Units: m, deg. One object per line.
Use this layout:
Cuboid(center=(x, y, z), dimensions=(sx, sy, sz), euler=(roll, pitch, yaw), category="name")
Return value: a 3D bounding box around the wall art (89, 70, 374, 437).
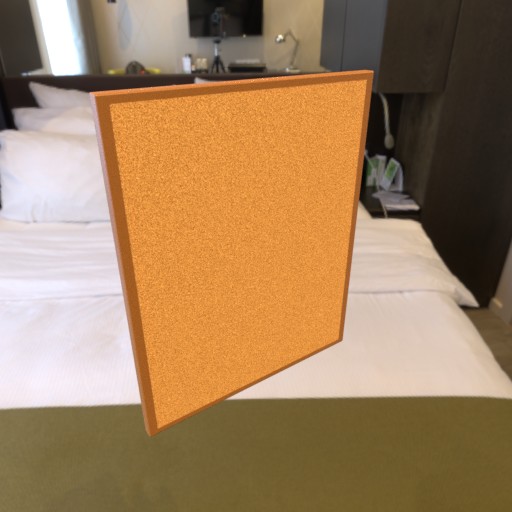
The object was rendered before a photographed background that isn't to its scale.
Cuboid(center=(0.000, 0.000, 0.509), dimensions=(0.310, 0.379, 0.015), euler=(-18, 33, -30), category="wall art")
